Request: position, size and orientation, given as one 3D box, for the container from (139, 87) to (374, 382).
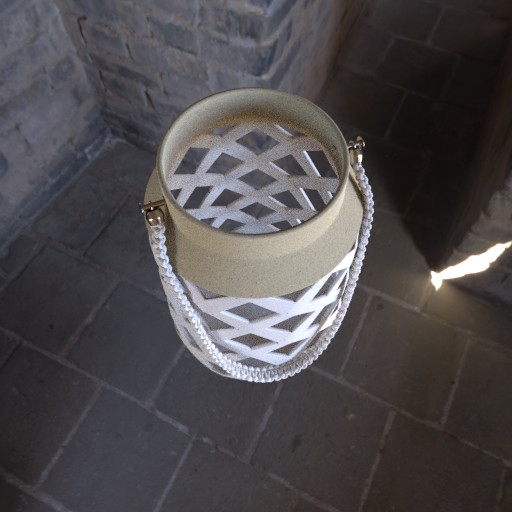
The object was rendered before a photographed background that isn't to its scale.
[{"bbox_3d":[0.000,0.000,0.401,0.188,0.264,0.198,-19,64,-9],"label":"container"}]
